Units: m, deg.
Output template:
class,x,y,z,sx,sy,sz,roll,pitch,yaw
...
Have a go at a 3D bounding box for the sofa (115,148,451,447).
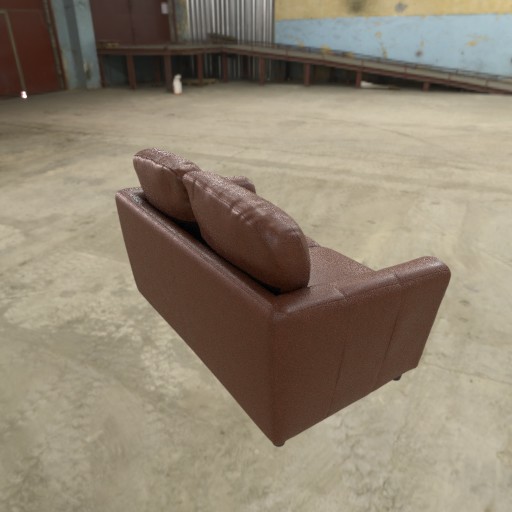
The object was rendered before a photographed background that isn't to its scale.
class,x,y,z,sx,sy,sz,roll,pitch,yaw
sofa,0.000,0.000,1.979,0.805,0.906,1.406,-17,31,-31
